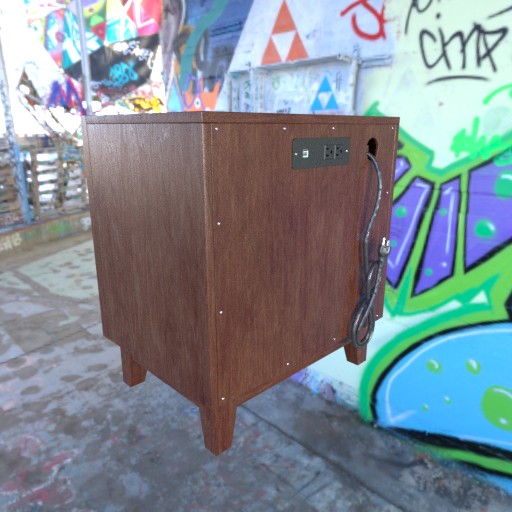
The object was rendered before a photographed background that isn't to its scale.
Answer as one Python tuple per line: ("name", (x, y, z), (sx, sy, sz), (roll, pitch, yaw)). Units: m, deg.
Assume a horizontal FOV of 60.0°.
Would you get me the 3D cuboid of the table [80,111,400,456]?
("table", (0.000, 0.000, 1.013), (0.557, 0.609, 0.449), (-15, 22, -42))
